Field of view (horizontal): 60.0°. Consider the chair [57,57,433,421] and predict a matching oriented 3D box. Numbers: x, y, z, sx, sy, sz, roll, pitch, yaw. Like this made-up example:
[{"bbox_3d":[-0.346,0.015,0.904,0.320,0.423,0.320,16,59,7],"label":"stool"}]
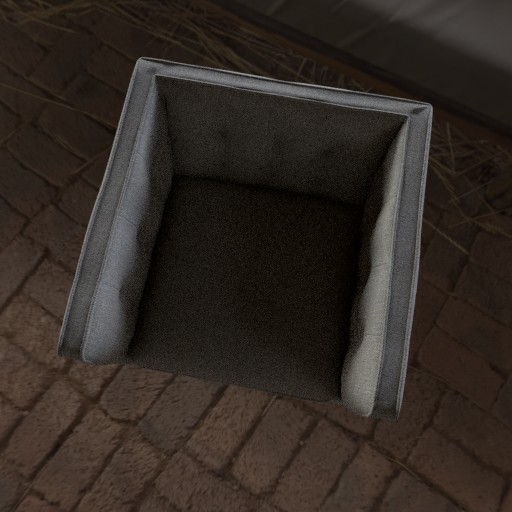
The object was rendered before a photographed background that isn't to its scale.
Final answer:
[{"bbox_3d":[0.000,0.000,1.580,0.920,0.799,0.912,10,76,3],"label":"chair"}]
